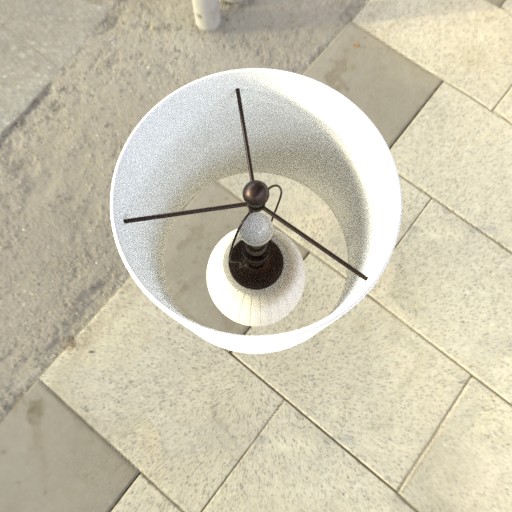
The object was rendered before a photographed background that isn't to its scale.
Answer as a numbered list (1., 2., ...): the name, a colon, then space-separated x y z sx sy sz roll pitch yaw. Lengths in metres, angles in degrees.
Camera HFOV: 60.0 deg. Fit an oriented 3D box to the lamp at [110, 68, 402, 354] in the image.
1. lamp: 0.000 0.000 0.759 0.328 0.570 0.328 0 75 0
